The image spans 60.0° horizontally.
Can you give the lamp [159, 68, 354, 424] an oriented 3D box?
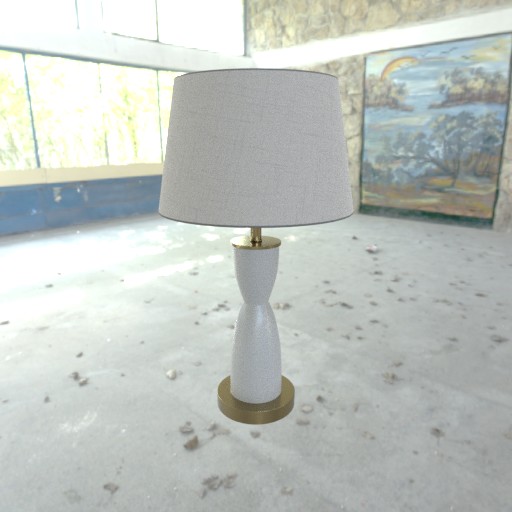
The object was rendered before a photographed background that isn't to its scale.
[{"bbox_3d":[0.000,0.000,0.736,0.309,0.545,0.309,0,15,0],"label":"lamp"}]
